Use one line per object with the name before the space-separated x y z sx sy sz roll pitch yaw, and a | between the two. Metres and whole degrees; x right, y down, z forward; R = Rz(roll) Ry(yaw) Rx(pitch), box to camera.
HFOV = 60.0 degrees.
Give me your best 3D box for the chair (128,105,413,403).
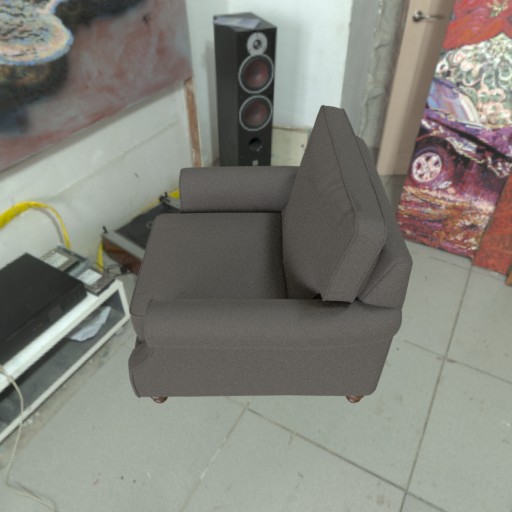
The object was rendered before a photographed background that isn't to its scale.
chair | 0.000 0.000 1.820 0.966 0.967 1.029 0 41 0
